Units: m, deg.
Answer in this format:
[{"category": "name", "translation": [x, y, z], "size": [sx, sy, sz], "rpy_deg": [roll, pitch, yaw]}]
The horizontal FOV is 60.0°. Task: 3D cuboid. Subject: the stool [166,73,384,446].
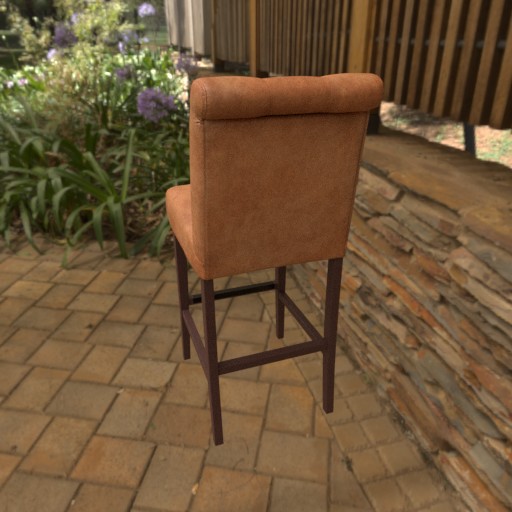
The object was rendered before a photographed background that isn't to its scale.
[{"category": "stool", "translation": [0.000, 0.000, 1.466], "size": [0.493, 1.140, 0.601], "rpy_deg": [-9, 27, -18]}]
